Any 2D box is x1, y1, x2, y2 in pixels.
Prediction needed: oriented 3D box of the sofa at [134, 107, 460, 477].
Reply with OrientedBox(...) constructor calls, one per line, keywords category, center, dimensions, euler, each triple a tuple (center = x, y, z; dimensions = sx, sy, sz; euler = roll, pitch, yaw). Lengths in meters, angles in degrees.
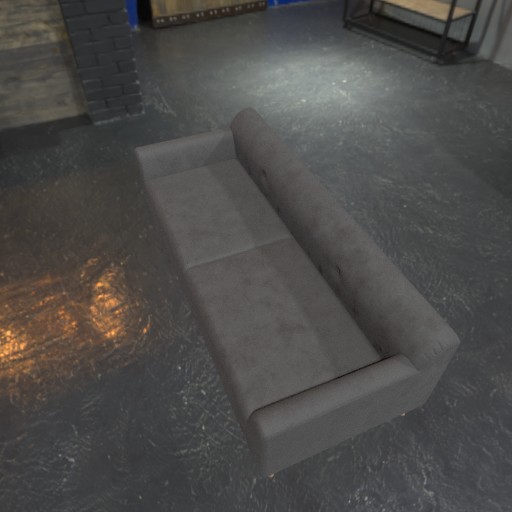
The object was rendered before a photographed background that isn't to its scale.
OrientedBox(category="sofa", center=(0.000, 0.000, 2.625), dimensions=(0.900, 0.740, 2.190), euler=(-17, 48, -16))
